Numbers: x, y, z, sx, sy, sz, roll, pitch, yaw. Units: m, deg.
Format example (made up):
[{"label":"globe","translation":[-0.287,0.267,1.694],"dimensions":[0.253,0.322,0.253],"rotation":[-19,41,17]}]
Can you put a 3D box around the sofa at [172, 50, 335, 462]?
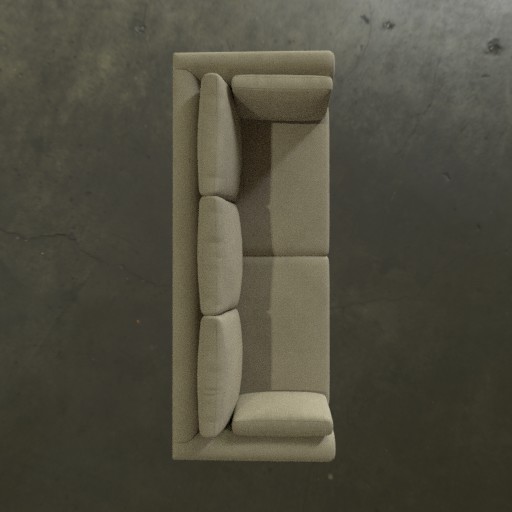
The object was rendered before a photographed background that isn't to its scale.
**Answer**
[{"label":"sofa","translation":[0.000,0.000,2.918],"dimensions":[0.969,0.867,2.415],"rotation":[0,90,2]}]
